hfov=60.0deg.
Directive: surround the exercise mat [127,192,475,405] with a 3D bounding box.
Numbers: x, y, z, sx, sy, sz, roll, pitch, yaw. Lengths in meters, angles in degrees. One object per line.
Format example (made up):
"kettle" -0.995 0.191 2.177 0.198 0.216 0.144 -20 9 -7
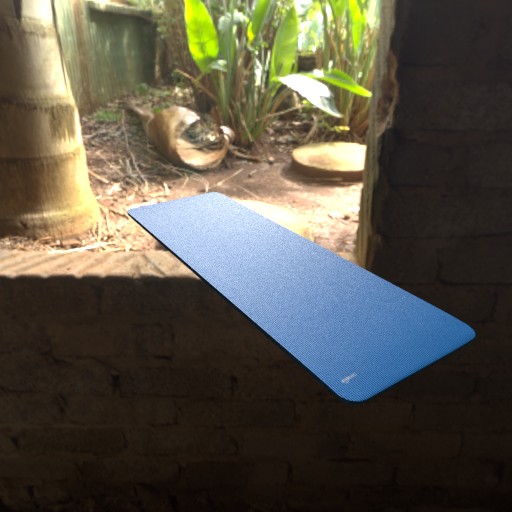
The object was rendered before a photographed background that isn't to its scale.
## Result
"exercise mat" 0.000 0.000 2.062 0.616 0.021 1.869 -17 31 -30
